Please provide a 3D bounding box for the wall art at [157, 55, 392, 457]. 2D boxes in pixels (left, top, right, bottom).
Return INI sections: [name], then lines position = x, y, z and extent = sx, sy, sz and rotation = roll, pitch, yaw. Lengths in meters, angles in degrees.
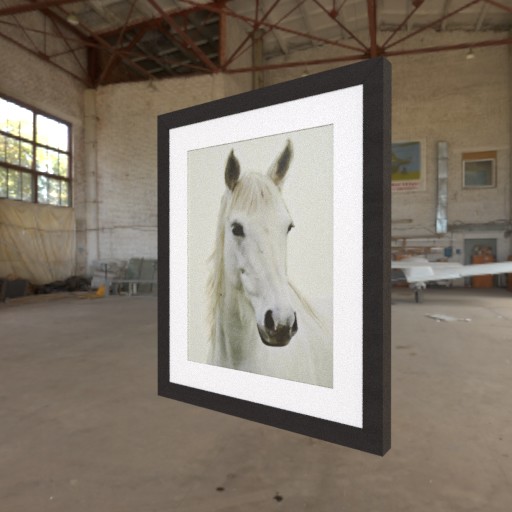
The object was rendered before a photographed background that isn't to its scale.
[wall art]
position = 0.000, 0.000, 0.756
extent = 0.455, 0.552, 0.034
rotation = 0, 0, 36
